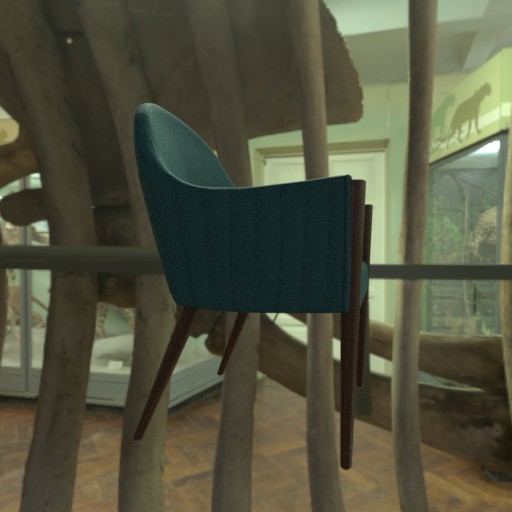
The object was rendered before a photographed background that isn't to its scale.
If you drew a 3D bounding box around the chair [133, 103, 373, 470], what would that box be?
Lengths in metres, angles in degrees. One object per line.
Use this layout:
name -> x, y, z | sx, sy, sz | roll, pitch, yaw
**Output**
chair -> 0.000, 0.000, 1.309 | 0.652, 0.907, 0.656 | 0, 1, 16
